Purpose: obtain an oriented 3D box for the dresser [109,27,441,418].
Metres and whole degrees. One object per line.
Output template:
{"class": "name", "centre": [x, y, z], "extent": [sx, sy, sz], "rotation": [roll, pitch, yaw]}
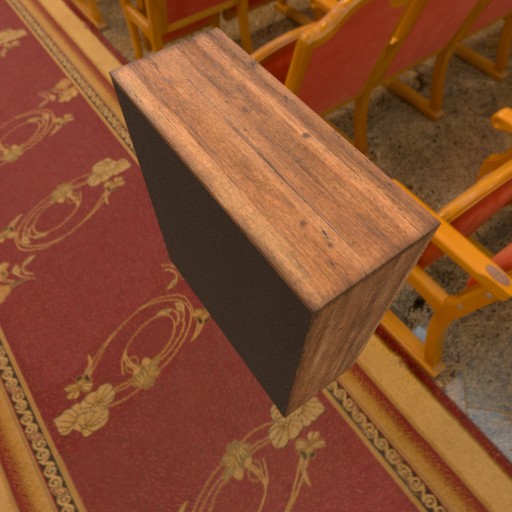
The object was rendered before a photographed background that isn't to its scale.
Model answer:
{"class": "dresser", "centre": [0.000, 0.000, 1.896], "extent": [0.438, 1.359, 1.067], "rotation": [-32, 64, -18]}
